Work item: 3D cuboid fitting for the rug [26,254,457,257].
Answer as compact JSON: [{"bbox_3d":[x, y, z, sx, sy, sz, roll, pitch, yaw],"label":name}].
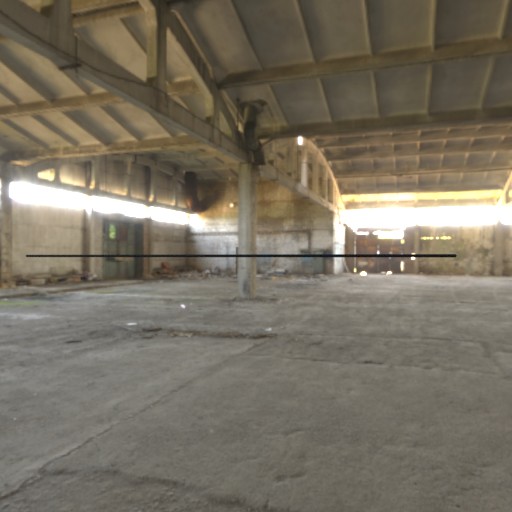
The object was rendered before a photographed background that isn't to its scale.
[{"bbox_3d":[0.000,0.000,2.901,2.290,0.014,1.526,0,0,19],"label":"rug"}]
